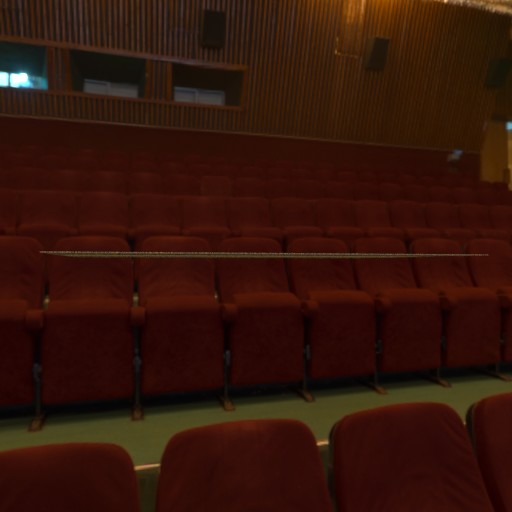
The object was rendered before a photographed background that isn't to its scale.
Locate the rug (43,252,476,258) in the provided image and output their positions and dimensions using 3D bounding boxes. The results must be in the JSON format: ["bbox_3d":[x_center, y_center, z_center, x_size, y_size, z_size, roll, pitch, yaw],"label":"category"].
[{"bbox_3d":[0.000,0.000,3.014,2.453,0.003,1.519,0,-1,-17],"label":"rug"}]
